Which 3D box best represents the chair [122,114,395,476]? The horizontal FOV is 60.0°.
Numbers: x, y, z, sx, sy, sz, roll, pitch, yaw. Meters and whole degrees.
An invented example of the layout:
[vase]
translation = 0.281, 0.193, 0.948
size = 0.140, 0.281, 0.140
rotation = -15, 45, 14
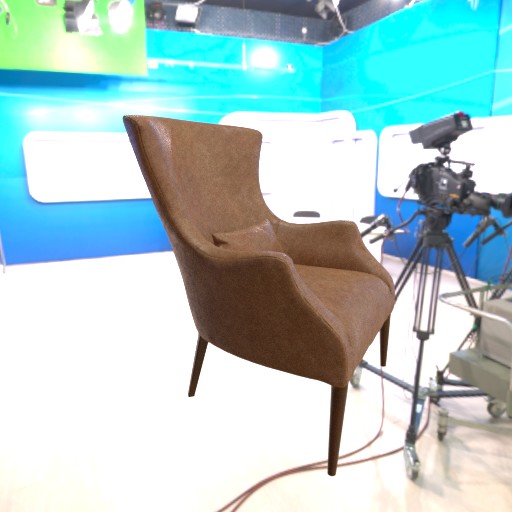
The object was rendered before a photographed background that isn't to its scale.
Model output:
[chair]
translation = 0.000, 0.000, 1.715
size = 0.955, 1.067, 0.846
rotation = 7, 14, 26
